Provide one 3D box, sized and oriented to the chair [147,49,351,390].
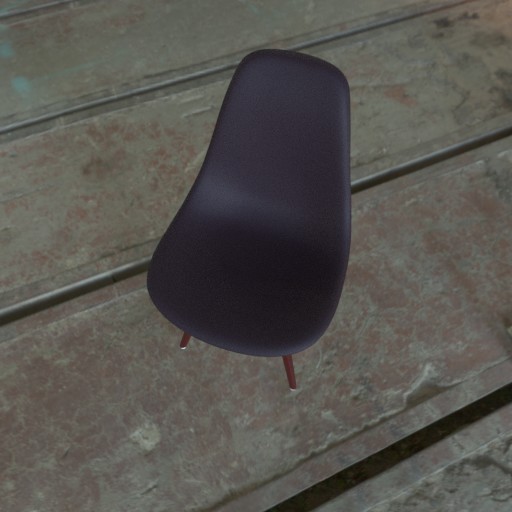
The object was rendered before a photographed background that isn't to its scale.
[{"bbox_3d":[0.000,0.000,1.153,0.470,0.826,0.533,18,61,10],"label":"chair"}]
